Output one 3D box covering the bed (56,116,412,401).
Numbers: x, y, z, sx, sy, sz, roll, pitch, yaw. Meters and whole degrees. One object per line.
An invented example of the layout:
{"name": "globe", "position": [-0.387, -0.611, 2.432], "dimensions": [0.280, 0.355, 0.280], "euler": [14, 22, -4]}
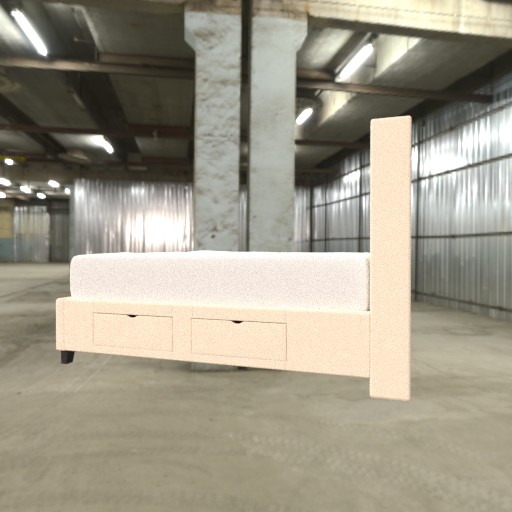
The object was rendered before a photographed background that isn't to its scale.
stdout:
{"name": "bed", "position": [0.000, 0.000, 3.466], "dimensions": [2.280, 1.471, 1.765], "euler": [0, 1, 19]}
